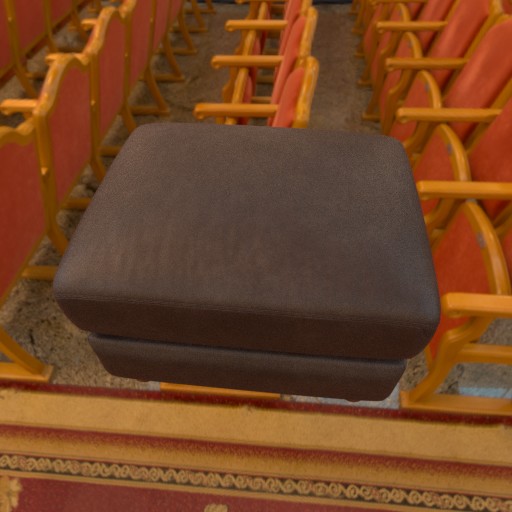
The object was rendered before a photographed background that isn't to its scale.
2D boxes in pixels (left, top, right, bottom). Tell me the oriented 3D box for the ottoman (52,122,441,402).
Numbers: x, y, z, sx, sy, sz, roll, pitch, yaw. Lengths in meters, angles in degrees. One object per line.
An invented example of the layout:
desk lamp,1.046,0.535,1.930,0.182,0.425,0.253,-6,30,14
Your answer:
ottoman,0.000,0.000,1.230,0.806,0.569,0.670,4,46,4
